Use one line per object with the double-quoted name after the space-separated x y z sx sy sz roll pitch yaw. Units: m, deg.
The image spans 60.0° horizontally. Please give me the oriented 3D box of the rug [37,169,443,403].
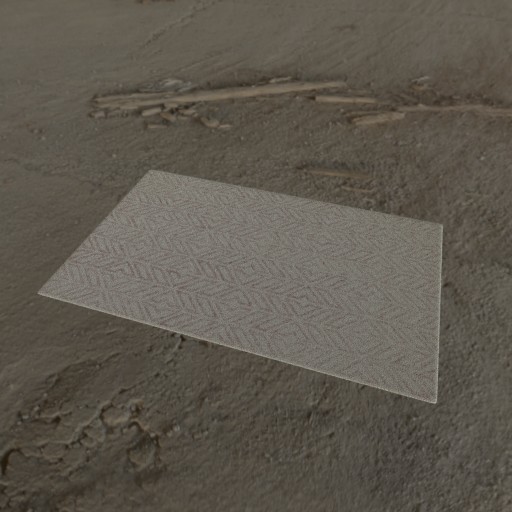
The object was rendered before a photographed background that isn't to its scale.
0.000 0.000 3.063 2.438 0.008 1.523 13 45 13 "rug"
